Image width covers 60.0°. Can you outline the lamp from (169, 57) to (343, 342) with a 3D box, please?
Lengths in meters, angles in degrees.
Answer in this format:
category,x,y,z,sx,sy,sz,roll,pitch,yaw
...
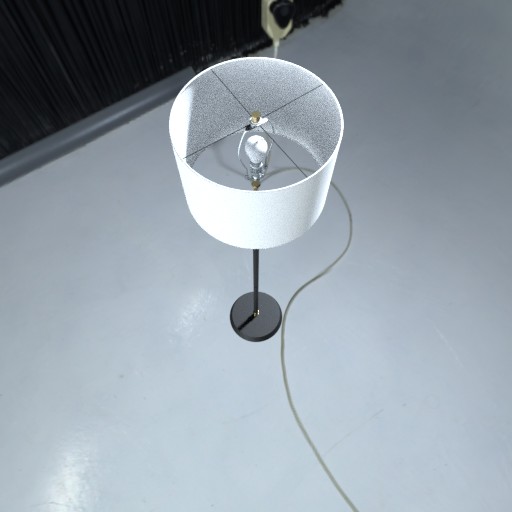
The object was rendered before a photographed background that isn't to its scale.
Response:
category,x,y,z,sx,sy,sz,roll,pitch,yaw
lamp,0.000,0.000,1.699,0.404,1.517,0.404,-32,69,-14
